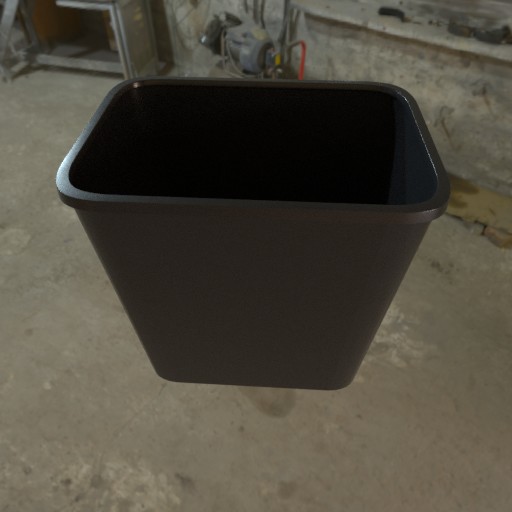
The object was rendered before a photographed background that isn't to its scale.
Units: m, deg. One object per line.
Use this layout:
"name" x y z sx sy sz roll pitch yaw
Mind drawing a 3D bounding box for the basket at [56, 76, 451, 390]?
"basket" 0.000 0.000 0.490 0.300 0.307 0.211 2 45 2
